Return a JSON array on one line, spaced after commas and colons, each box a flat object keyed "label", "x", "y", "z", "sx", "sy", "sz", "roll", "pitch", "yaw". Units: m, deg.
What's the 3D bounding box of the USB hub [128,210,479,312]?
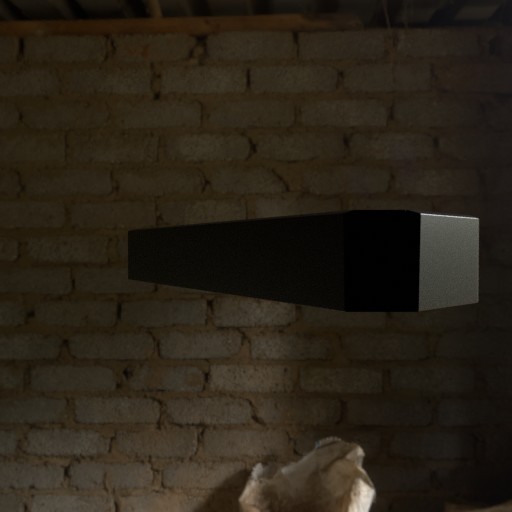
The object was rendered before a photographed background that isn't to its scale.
[{"label": "USB hub", "x": 0.000, "y": 0.000, "z": 0.163, "sx": 0.044, "sy": 0.023, "sz": 0.145, "roll": -1, "pitch": 1, "yaw": -37}]
